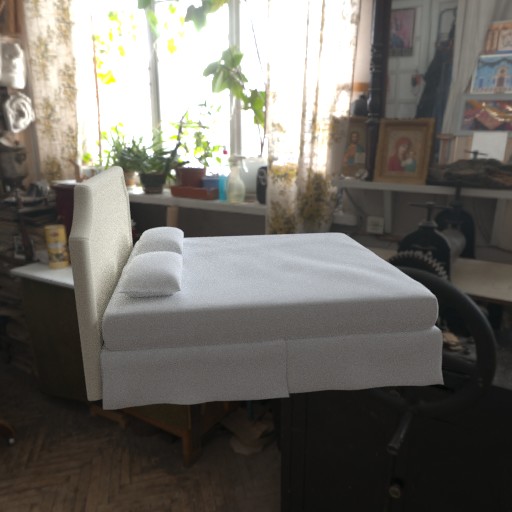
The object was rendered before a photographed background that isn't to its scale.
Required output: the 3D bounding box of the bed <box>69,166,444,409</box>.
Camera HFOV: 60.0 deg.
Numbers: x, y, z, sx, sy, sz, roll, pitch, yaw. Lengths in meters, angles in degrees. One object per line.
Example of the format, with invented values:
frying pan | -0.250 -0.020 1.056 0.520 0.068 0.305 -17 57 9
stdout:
bed | 0.000 0.000 4.218 2.773 1.590 2.350 -2 16 -8
